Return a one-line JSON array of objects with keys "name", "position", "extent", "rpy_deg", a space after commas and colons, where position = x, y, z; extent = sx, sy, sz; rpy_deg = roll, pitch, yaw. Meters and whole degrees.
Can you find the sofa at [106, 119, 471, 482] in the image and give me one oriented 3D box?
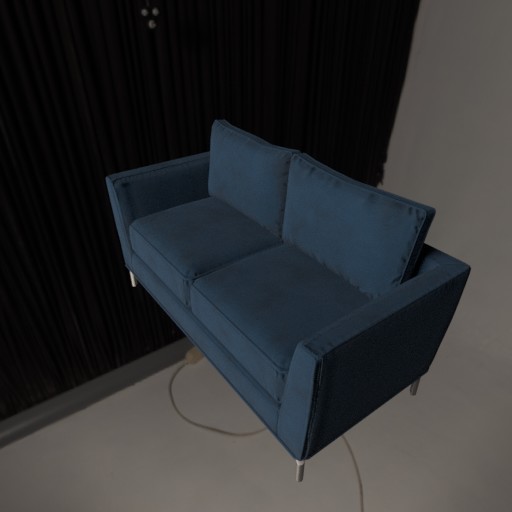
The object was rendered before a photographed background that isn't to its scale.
[{"name": "sofa", "position": [0.000, 0.000, 2.272], "extent": [0.853, 1.002, 1.770], "rpy_deg": [-22, 38, -30]}]
